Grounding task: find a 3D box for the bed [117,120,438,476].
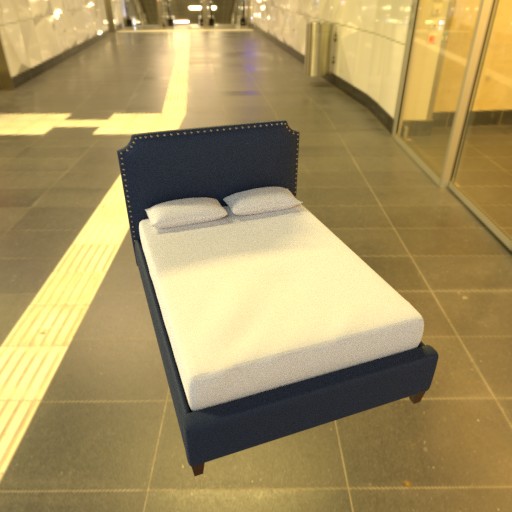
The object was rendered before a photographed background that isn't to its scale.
[{"bbox_3d":[0.000,0.000,3.442,1.712,1.443,2.372,-11,33,-17],"label":"bed"}]
